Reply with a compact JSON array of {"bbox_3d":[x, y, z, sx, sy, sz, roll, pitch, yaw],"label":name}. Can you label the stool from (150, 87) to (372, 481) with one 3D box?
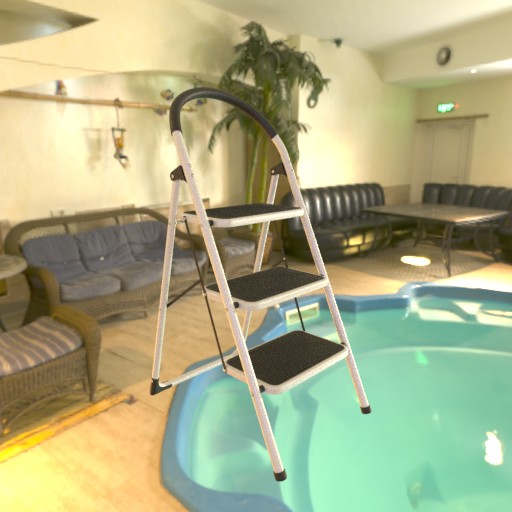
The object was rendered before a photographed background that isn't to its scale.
[{"bbox_3d":[0.000,0.000,1.489,0.676,1.109,0.485,13,18,43],"label":"stool"}]
